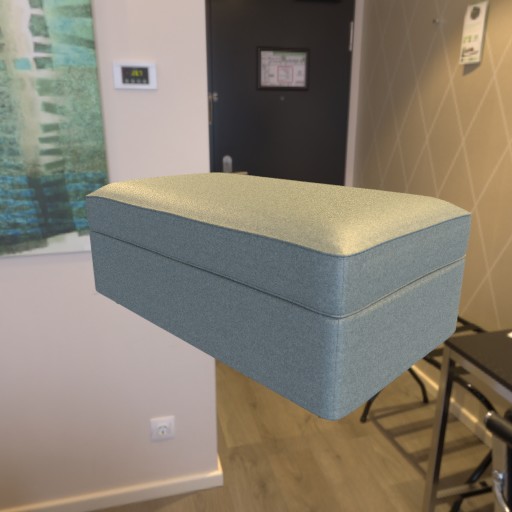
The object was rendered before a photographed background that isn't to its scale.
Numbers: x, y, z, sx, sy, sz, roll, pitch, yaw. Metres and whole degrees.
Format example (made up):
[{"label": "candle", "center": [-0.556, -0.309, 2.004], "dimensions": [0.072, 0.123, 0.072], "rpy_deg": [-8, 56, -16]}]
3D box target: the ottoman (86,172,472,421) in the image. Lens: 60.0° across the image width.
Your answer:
[{"label": "ottoman", "center": [0.000, 0.000, 1.532], "dimensions": [0.681, 0.494, 1.173], "rpy_deg": [-16, 23, -42]}]
